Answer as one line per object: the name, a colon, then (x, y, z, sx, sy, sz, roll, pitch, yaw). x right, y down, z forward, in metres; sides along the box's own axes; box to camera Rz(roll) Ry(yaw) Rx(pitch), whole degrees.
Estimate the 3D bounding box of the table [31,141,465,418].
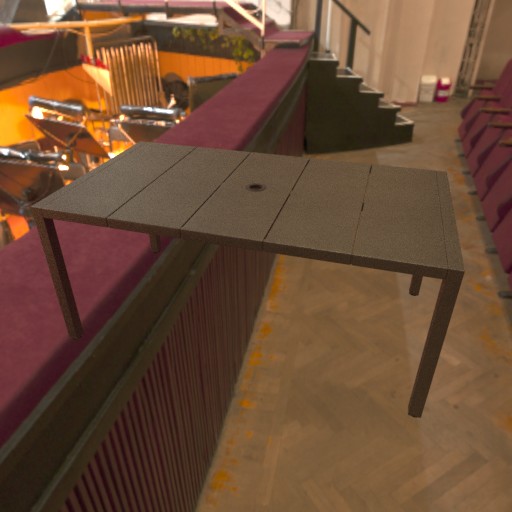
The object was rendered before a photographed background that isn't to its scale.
table: (0.000, 0.000, 2.196, 1.680, 0.735, 0.914, 9, 33, 14)
